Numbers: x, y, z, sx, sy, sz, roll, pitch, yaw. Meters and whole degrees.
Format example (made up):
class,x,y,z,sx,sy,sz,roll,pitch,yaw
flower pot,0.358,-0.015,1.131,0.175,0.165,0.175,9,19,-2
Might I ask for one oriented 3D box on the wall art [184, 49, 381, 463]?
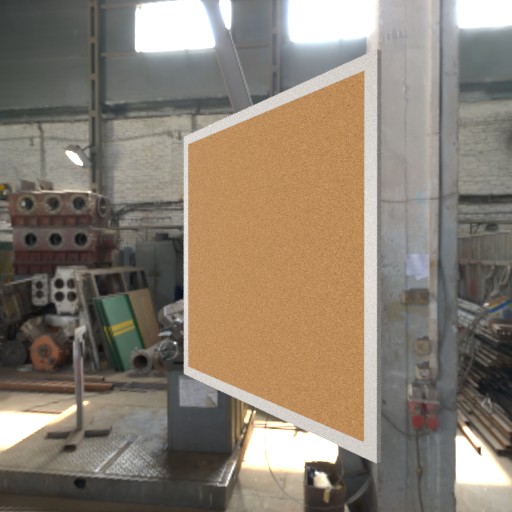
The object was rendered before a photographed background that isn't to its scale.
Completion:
class,x,y,z,sx,sy,sz,roll,pitch,yaw
wall art,0.000,0.000,0.823,0.009,0.559,0.558,0,0,-37
